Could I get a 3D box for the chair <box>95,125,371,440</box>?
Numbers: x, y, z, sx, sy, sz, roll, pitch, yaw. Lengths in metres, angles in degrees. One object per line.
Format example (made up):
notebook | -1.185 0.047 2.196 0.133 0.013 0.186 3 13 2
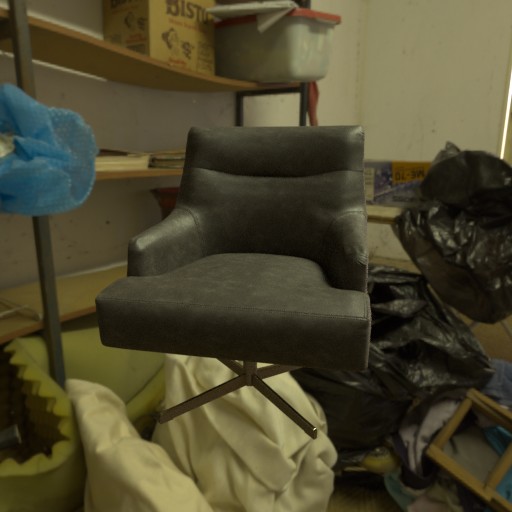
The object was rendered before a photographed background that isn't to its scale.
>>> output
chair | 0.000 0.000 1.498 0.738 0.870 0.874 3 14 11
